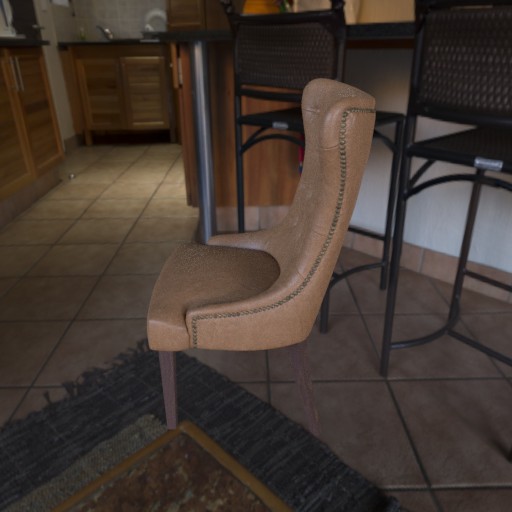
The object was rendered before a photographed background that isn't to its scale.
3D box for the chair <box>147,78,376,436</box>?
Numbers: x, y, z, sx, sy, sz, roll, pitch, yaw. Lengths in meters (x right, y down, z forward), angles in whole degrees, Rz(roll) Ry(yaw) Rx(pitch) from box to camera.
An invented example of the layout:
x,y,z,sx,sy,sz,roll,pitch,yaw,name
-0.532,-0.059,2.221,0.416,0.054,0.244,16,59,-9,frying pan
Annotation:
x,y,z,sx,sy,sz,roll,pitch,yaw,name
0.000,0.000,1.479,0.669,1.065,0.611,1,26,1,chair
